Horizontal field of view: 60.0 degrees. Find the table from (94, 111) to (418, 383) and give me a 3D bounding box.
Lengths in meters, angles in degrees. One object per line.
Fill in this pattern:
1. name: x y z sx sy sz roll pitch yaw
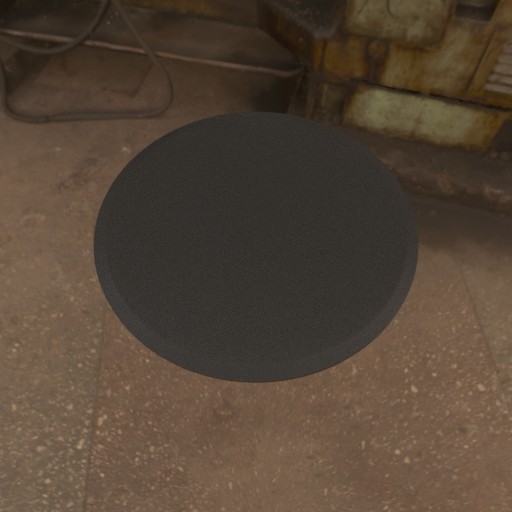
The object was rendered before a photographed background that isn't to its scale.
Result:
1. table: 0.000 0.000 1.411 0.900 0.400 0.900 0 59 0
